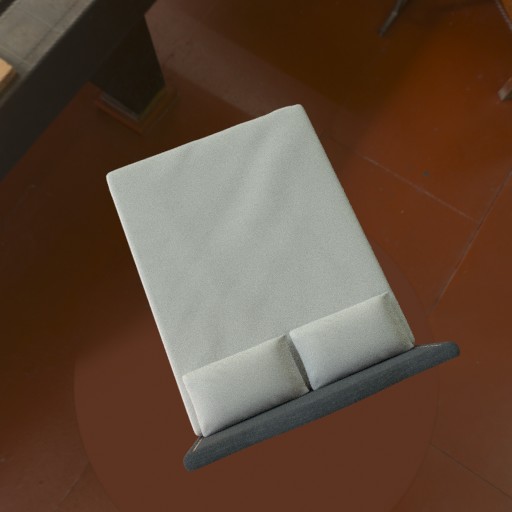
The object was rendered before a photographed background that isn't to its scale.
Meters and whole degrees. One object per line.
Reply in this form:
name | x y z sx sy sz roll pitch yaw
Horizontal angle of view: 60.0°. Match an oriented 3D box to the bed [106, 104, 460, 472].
bed | 0.000 0.000 3.914 2.161 1.457 2.689 -21 77 -5
